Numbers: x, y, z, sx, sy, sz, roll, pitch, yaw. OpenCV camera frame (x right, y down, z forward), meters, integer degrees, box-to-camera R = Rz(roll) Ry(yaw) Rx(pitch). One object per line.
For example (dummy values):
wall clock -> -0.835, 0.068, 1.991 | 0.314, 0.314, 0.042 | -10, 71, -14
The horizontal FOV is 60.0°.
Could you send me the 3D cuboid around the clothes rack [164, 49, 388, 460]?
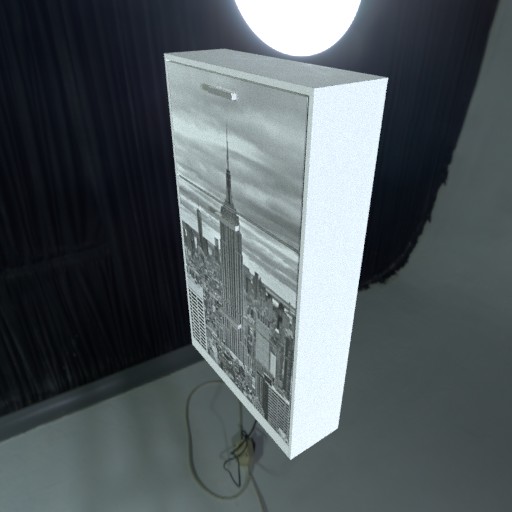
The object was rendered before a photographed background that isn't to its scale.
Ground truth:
clothes rack -> 0.000, 0.000, 1.595 | 0.250, 1.280, 0.750 | -20, 36, -30
